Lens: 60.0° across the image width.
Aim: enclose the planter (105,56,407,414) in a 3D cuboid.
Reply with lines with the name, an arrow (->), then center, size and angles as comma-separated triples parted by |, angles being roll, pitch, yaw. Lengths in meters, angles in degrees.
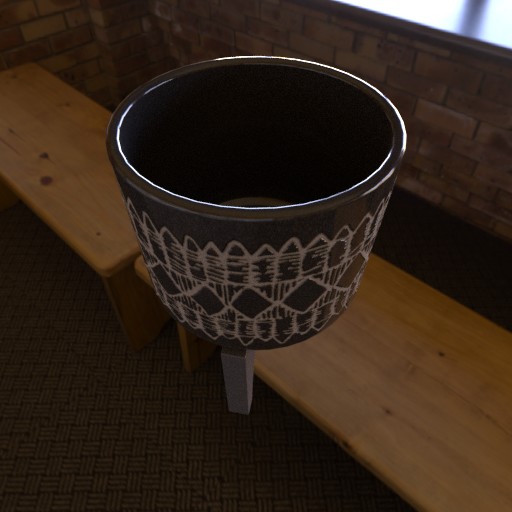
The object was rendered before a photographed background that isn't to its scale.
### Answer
planter -> 0.000, 0.000, 0.258 | 0.129, 0.177, 0.129 | 0, 47, 0
